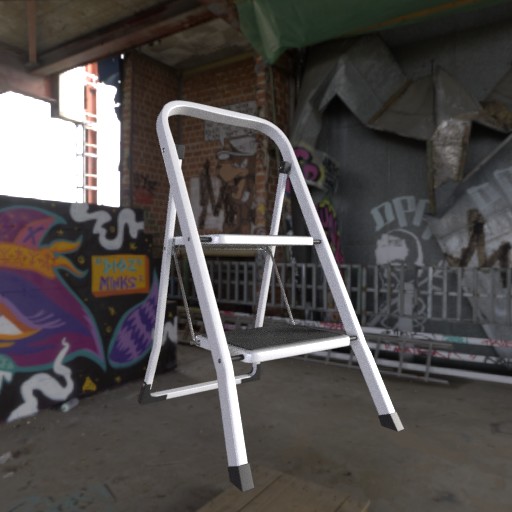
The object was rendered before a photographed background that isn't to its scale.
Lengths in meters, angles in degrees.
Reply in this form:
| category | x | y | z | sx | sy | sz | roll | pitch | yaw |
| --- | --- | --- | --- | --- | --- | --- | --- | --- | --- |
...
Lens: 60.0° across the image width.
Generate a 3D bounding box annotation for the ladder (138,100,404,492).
| category | x | y | z | sx | sy | sz | roll | pitch | yaw |
| --- | --- | --- | --- | --- | --- | --- | --- | --- | --- |
| ladder | 0.000 | 0.000 | 1.115 | 0.460 | 0.810 | 0.544 | 0 | 1 | -36 |
